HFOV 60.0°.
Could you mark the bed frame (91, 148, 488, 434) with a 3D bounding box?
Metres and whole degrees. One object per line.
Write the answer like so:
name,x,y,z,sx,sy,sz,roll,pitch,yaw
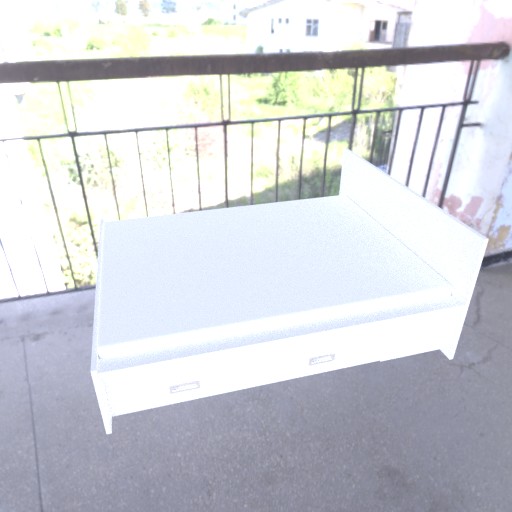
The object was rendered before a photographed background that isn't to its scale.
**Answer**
bed frame,0.000,0.000,2.861,1.960,0.800,1.622,-8,31,-13
